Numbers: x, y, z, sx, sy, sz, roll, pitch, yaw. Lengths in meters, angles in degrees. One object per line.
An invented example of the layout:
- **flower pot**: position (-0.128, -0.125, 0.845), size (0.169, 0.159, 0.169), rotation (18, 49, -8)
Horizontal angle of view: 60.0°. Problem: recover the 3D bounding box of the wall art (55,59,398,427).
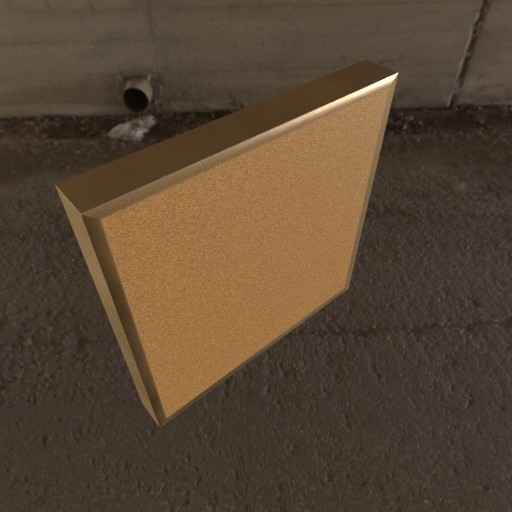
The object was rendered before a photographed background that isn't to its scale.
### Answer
- **wall art**: position (0.000, 0.000, 0.451), size (0.305, 0.303, 0.038), rotation (-31, 53, -27)
